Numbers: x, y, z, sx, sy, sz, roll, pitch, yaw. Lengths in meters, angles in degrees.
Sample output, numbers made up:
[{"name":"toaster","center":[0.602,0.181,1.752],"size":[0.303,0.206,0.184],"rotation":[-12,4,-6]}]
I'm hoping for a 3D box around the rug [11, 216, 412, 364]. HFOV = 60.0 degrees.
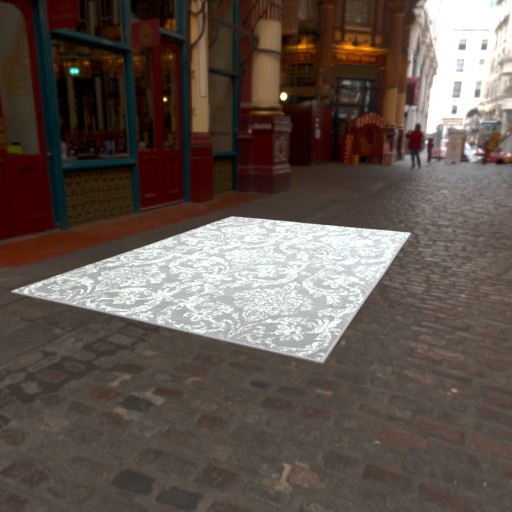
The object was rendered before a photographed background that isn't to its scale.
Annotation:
[{"name":"rug","center":[0.000,0.000,2.775],"size":[1.578,0.014,2.206],"rotation":[7,17,25]}]
